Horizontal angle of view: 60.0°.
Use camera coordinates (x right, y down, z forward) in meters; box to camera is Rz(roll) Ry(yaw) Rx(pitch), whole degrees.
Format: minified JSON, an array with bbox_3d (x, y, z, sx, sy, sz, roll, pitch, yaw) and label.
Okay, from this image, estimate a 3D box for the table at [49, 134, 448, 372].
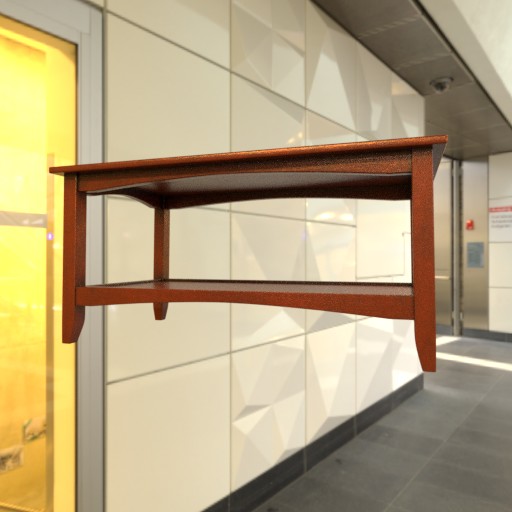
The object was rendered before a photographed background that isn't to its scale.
[{"bbox_3d":[0.000,0.000,1.235,0.943,0.456,0.533,0,0,19],"label":"table"}]
